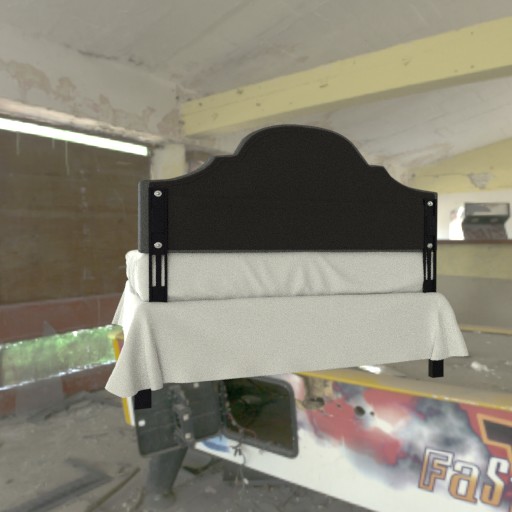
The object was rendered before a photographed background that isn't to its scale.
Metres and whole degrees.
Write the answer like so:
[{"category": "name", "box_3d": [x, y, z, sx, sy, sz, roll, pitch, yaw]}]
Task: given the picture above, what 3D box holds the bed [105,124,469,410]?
[{"category": "bed", "box_3d": [0.000, 0.000, 3.624, 2.303, 1.631, 2.222, 0, 1, -18]}]
